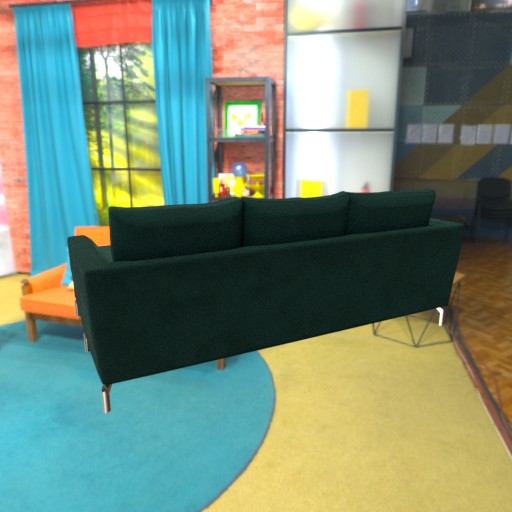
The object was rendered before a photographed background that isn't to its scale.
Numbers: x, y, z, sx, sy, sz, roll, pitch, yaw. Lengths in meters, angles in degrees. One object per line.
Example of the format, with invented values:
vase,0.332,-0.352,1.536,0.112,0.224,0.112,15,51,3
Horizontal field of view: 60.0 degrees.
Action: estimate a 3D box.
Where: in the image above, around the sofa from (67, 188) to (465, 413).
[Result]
sofa,0.000,0.000,3.159,2.441,1.007,1.489,-7,16,-26
